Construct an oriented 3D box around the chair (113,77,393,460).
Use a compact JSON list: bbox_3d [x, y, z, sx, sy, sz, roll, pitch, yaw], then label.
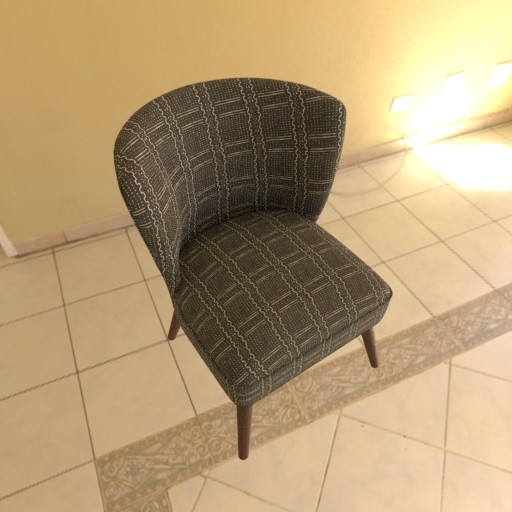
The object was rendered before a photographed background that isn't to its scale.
[{"bbox_3d":[0.000,0.000,1.428,0.710,0.866,0.758,-26,51,-23],"label":"chair"}]
